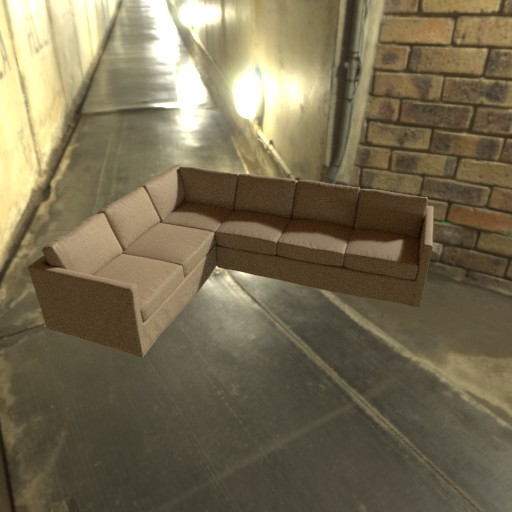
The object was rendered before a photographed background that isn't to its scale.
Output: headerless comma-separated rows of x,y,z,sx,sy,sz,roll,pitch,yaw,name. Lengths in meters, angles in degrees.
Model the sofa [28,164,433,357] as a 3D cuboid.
0.000,0.000,4.319,3.182,0.871,2.432,10,32,17,sofa
